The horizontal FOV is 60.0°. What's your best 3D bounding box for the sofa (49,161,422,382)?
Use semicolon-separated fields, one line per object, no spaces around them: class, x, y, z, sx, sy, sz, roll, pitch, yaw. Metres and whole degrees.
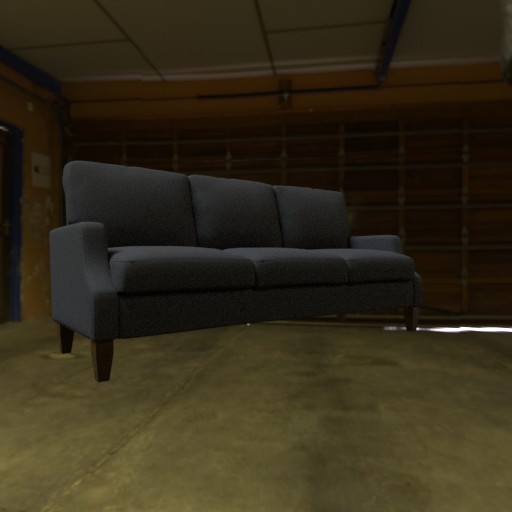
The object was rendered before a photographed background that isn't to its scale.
sofa;0.000;0.000;2.624;2.115;0.984;0.888;0;0;-36
